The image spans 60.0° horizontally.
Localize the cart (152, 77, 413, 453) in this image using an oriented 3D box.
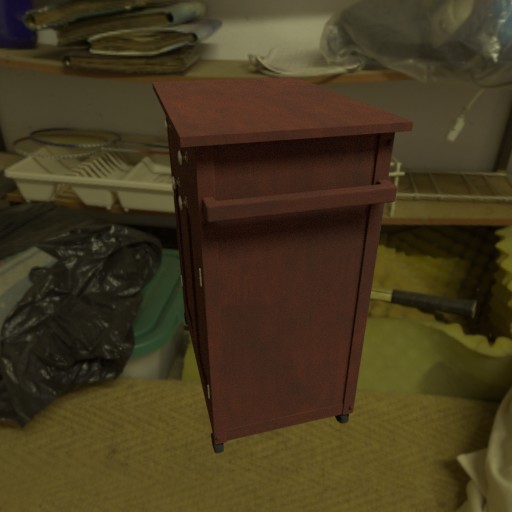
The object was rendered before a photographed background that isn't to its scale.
[{"bbox_3d":[0.000,0.000,1.271,0.442,0.864,0.683,-8,30,-13],"label":"cart"}]
